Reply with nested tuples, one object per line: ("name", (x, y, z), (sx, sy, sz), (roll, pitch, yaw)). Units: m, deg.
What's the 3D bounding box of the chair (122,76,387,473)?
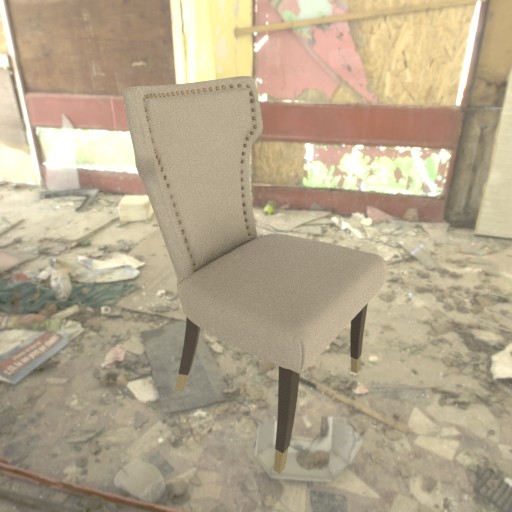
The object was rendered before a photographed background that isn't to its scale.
("chair", (0.000, 0.000, 1.308), (0.630, 0.950, 0.526), (17, 31, 32))
